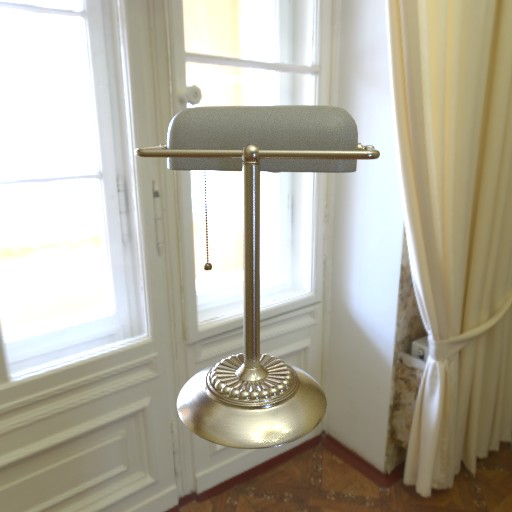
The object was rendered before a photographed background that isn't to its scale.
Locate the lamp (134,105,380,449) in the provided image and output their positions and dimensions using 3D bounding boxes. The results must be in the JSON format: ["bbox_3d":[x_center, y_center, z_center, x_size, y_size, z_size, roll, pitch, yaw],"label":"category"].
[{"bbox_3d":[0.000,0.000,0.519,0.264,0.339,0.243,2,16,9],"label":"lamp"}]
